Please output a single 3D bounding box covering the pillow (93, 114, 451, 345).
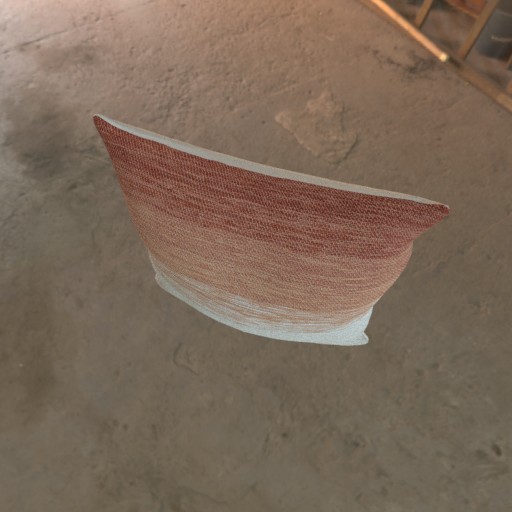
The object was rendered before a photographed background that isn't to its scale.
[{"bbox_3d":[0.000,0.000,0.687,0.440,0.441,0.182,16,61,9],"label":"pillow"}]
